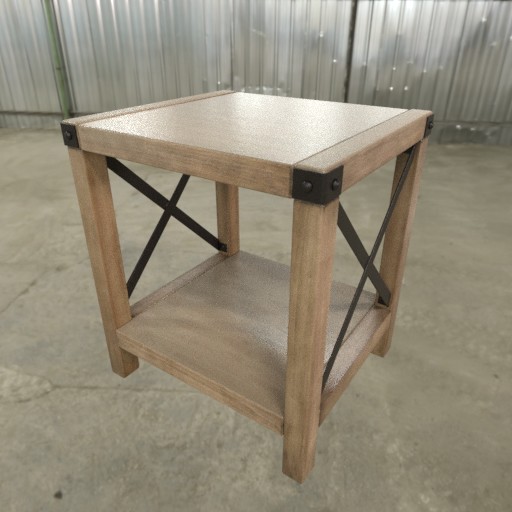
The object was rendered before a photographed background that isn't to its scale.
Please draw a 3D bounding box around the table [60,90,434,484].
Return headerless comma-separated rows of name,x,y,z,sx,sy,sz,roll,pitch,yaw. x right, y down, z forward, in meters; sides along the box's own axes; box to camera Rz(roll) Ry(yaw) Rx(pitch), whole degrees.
table,0.000,0.000,0.911,0.510,0.561,0.459,18,33,30
